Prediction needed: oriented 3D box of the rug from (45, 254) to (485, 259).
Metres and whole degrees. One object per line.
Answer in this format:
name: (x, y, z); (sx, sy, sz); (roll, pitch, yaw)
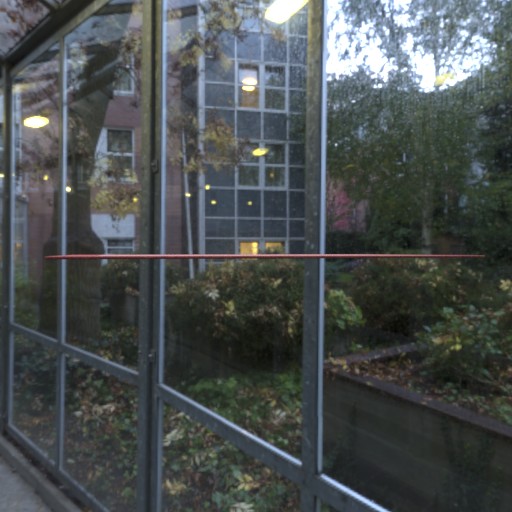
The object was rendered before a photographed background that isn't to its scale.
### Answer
rug: (0.000, 0.000, 3.035); (2.438, 0.014, 1.524); (0, 0, -18)
